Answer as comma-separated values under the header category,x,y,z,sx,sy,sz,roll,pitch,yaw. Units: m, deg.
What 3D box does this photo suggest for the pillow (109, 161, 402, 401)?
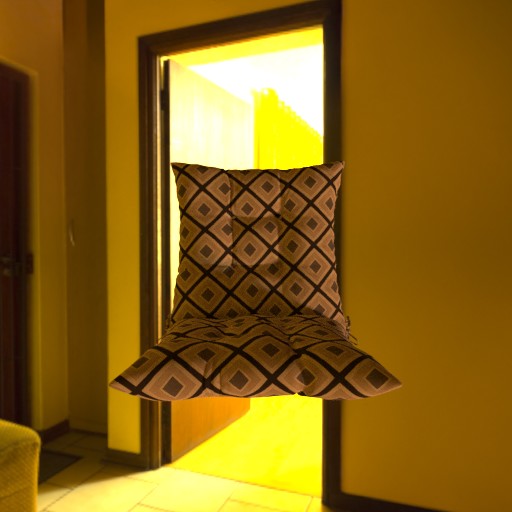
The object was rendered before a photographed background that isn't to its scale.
category,x,y,z,sx,sy,sz,roll,pitch,yaw
pillow,0.000,0.000,1.039,0.541,0.536,0.585,0,1,1
